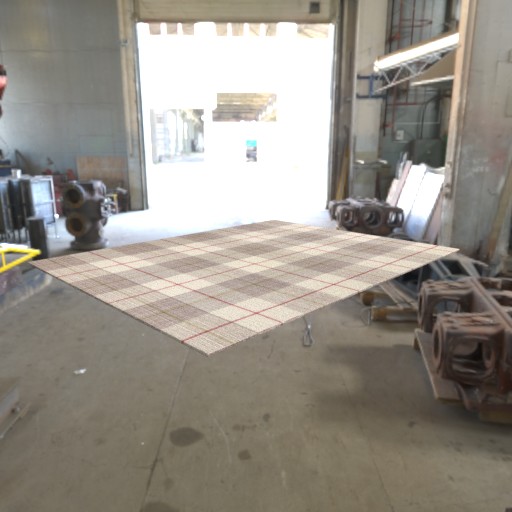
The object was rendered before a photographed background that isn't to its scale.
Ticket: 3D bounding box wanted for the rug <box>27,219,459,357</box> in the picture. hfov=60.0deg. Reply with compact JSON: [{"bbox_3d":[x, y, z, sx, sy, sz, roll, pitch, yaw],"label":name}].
[{"bbox_3d":[0.000,0.000,3.840,2.317,0.016,2.959,14,20,43],"label":"rug"}]
